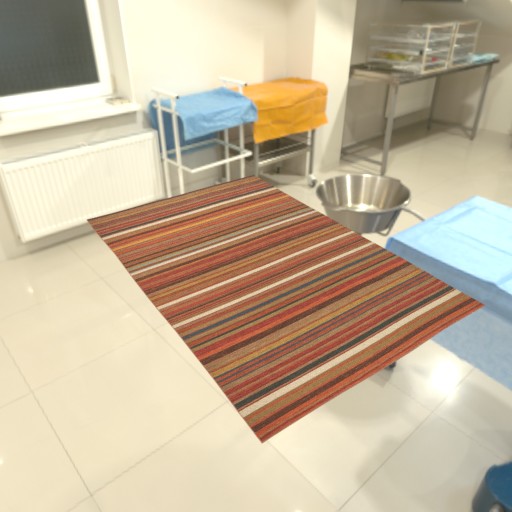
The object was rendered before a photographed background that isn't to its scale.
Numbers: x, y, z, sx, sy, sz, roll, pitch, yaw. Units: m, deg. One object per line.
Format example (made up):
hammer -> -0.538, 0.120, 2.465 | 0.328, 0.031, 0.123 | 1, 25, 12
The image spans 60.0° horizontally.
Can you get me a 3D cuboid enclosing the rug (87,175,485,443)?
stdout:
rug -> 0.000, 0.000, 2.313 | 1.217, 0.007, 1.828 | -20, 38, -29
